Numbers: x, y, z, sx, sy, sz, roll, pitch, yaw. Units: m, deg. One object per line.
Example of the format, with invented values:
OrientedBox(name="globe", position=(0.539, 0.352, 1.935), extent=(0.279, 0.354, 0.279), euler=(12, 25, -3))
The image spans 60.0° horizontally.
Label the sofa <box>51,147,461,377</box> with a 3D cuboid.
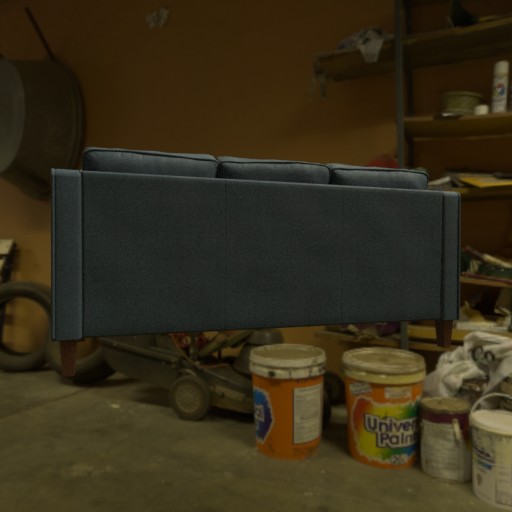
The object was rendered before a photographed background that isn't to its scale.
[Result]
OrientedBox(name="sofa", position=(0.000, 0.000, 2.466), extent=(1.986, 0.974, 0.911), euler=(0, 0, -18))
